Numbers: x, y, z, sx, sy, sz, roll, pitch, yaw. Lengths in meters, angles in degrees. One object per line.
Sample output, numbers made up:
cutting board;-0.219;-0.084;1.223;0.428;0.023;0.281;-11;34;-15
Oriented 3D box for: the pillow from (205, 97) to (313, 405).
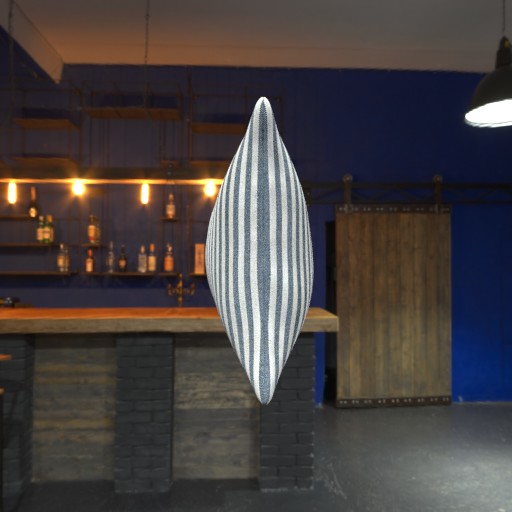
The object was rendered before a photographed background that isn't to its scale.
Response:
pillow;0.000;0.000;0.724;0.151;0.295;0.617;0;-1;-1
